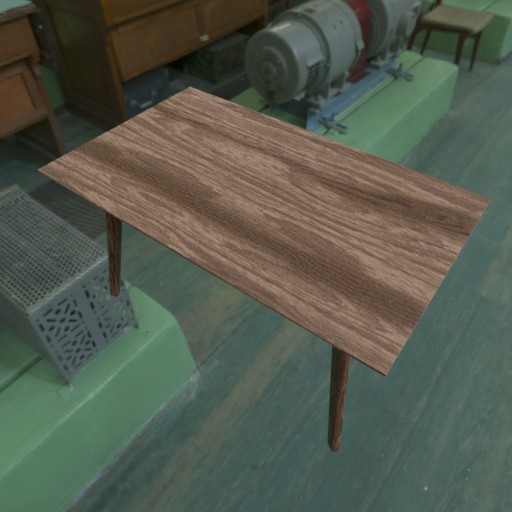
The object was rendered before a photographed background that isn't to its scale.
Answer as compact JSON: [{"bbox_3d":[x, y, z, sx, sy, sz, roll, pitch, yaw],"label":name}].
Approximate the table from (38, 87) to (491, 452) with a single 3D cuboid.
[{"bbox_3d":[0.000,0.000,1.788,1.349,0.724,0.801,28,53,24],"label":"table"}]
